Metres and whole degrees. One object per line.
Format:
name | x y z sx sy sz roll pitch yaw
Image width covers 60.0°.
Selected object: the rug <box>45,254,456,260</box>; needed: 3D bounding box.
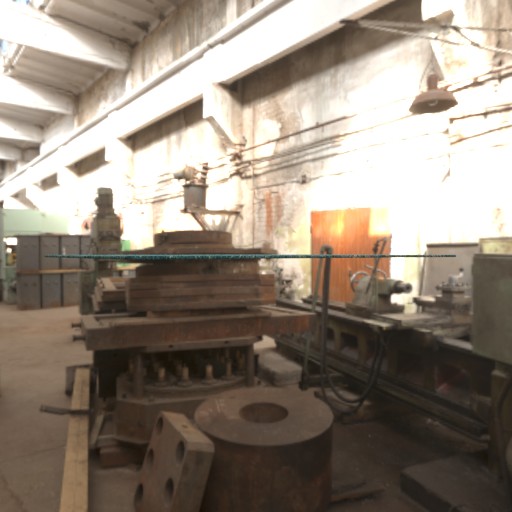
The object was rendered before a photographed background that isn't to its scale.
rug | 0.000 0.000 2.922 2.277 0.015 1.490 0 0 -36
